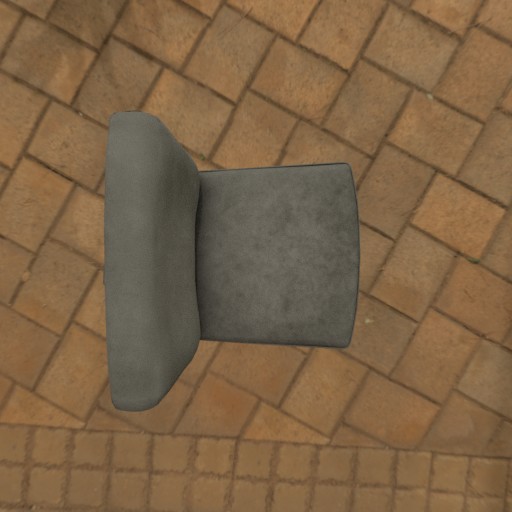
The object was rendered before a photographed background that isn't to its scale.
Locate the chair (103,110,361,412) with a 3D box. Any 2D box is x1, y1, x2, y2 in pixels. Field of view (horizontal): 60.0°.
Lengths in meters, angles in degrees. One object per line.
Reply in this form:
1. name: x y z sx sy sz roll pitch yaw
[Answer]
1. chair: 0.000 0.000 1.164 0.554 0.806 0.521 0 92 -2
